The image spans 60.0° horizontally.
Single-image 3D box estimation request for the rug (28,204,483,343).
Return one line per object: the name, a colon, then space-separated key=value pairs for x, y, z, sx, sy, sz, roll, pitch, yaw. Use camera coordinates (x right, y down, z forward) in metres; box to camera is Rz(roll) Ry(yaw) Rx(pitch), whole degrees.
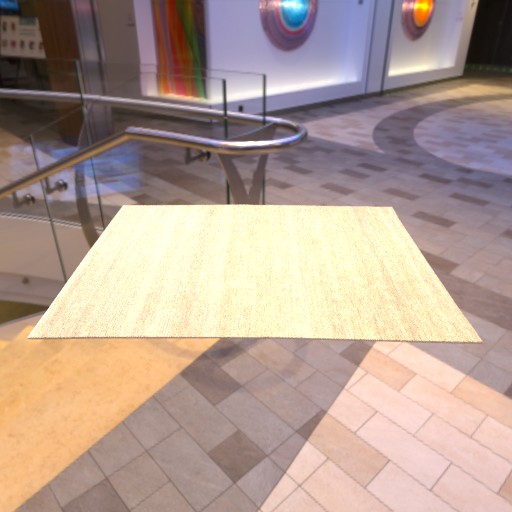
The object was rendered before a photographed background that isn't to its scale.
rug: x=0.000 y=0.000 z=4.220 sx=3.245 sy=0.046 sz=2.467 roll=0 pitch=29 yaw=1
